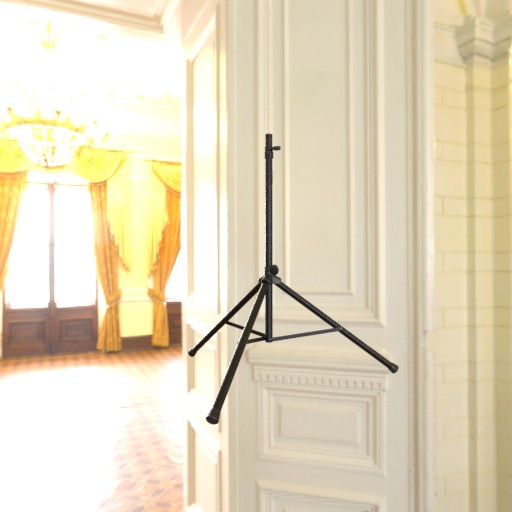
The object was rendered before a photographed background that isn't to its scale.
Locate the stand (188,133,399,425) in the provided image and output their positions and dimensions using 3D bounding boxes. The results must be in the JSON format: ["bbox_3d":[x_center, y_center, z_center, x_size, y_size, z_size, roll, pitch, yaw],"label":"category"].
[{"bbox_3d":[0.000,0.000,2.696,1.596,1.595,1.339,0,0,20],"label":"stand"}]
